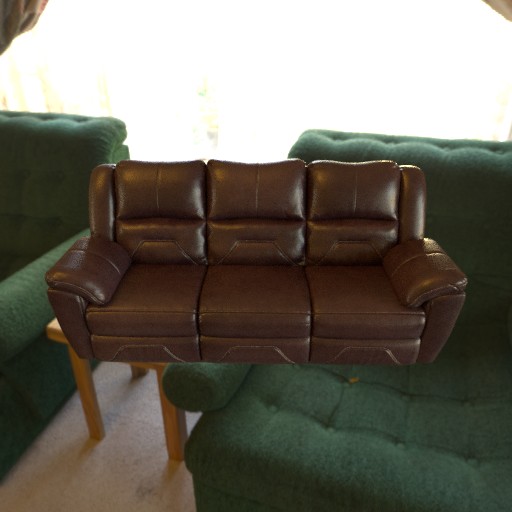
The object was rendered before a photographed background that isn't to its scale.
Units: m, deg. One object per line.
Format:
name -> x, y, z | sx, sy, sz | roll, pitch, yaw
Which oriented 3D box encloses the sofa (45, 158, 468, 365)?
sofa -> 0.000, 0.000, 2.834 | 2.337, 1.043, 0.991 | 0, 29, 1
